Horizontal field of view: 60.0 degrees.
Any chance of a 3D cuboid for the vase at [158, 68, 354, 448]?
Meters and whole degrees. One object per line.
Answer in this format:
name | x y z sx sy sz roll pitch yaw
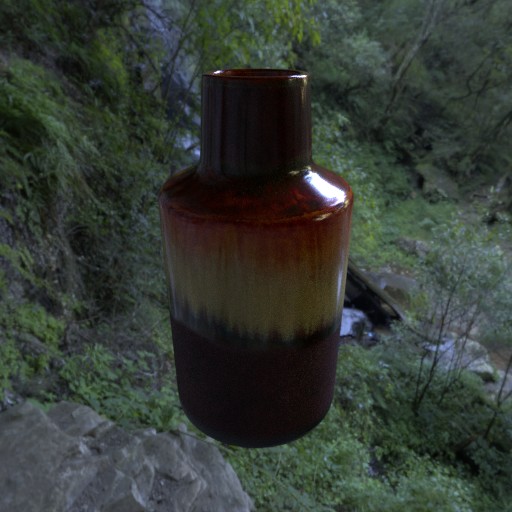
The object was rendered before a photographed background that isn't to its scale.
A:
vase | 0.000 0.000 0.265 0.108 0.204 0.108 0 27 0
